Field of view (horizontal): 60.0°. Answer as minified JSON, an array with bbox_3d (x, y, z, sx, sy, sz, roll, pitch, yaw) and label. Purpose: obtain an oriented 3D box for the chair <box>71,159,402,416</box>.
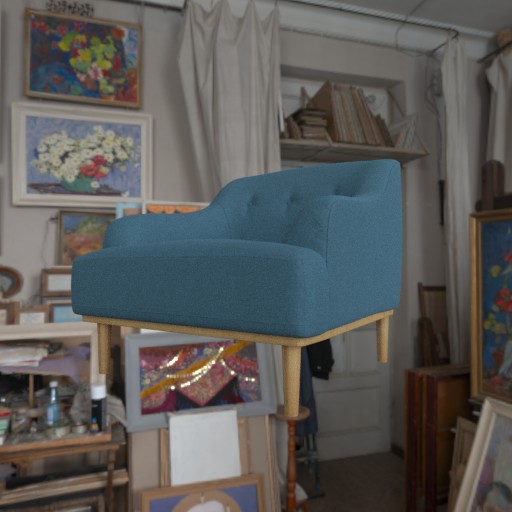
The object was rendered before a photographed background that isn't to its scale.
[{"bbox_3d":[0.000,0.000,1.649,0.946,0.818,0.951,-1,-2,35],"label":"chair"}]
